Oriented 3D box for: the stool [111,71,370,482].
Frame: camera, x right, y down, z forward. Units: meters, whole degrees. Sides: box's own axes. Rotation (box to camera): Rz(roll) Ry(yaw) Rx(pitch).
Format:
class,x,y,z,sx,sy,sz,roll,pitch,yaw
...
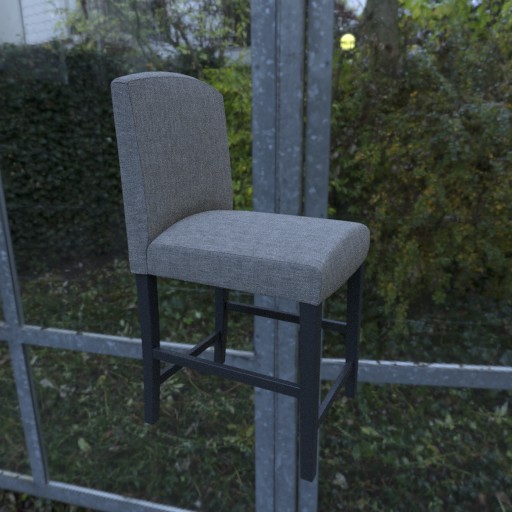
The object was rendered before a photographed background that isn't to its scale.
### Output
class,x,y,z,sx,sy,sz,roll,pitch,yaw
stool,0.000,0.000,1.222,0.552,0.966,0.451,8,17,26
